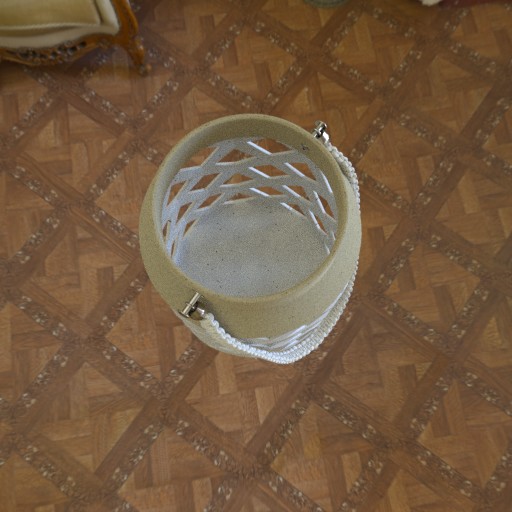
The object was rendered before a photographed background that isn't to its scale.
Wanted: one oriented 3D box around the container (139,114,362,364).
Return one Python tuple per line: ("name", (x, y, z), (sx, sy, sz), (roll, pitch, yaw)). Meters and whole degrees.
("container", (0.000, 0.000, 0.349), (0.172, 0.229, 0.163), (34, 79, 7))
